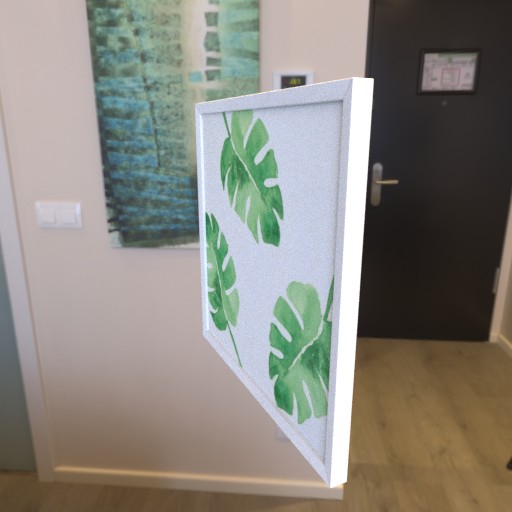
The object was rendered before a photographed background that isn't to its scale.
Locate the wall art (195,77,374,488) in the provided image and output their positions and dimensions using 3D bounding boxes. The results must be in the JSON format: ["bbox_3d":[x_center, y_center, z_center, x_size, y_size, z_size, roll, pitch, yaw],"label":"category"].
[{"bbox_3d":[0.000,0.000,1.115,0.040,0.762,0.762,-7,17,-25],"label":"wall art"}]
